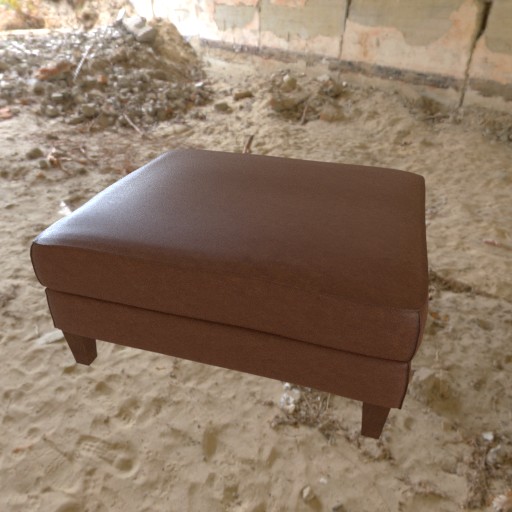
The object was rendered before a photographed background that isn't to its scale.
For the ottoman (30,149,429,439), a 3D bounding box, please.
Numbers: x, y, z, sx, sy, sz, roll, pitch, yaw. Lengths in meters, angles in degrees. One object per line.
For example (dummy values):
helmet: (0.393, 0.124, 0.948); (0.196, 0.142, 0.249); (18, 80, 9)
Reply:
ottoman: (0.000, 0.000, 1.423); (0.987, 0.472, 0.836); (9, 32, 15)
